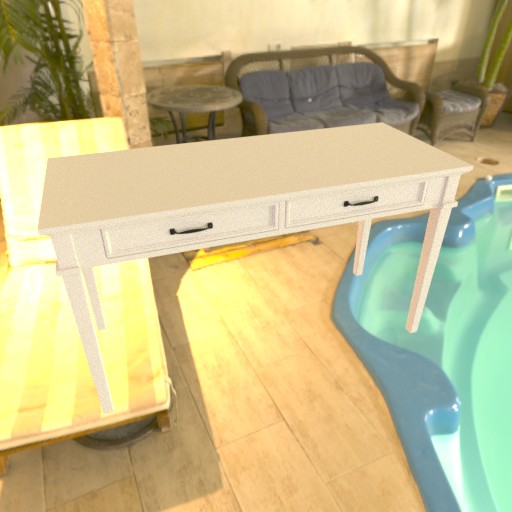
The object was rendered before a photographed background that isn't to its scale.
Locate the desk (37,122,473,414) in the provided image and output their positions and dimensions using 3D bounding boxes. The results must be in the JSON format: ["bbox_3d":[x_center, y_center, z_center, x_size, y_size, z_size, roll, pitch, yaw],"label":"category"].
[{"bbox_3d":[0.000,0.000,1.744,1.372,0.774,0.559,-11,34,-16],"label":"desk"}]
